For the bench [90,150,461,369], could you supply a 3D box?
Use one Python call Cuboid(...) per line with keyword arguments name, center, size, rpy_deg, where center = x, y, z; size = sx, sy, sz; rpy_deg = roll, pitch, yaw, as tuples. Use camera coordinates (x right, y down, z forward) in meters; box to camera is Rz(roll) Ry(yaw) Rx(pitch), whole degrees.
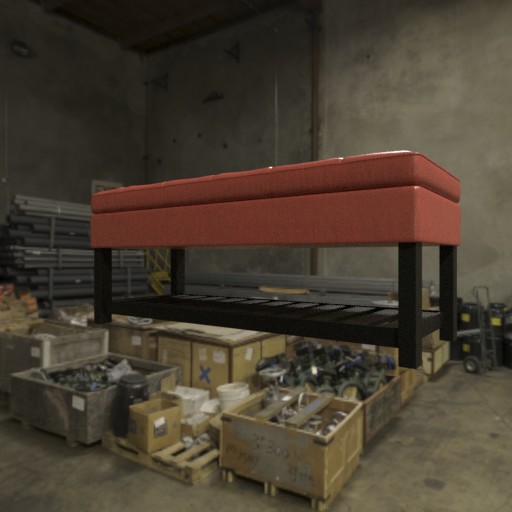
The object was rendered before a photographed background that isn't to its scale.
Cuboid(name="bench", center=(0.000, 0.000, 1.372), size=(1.105, 0.460, 0.432), rpy_deg=(0, 0, 35))
